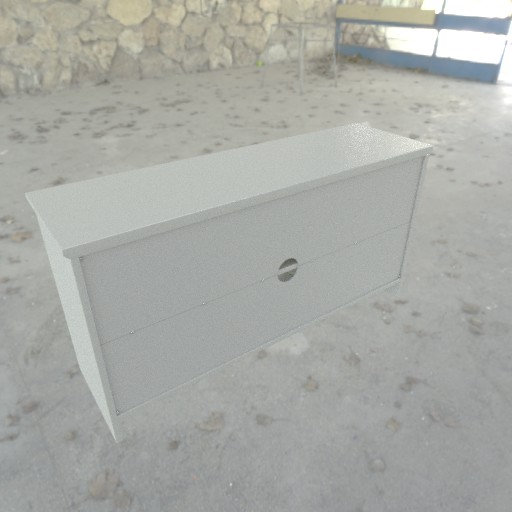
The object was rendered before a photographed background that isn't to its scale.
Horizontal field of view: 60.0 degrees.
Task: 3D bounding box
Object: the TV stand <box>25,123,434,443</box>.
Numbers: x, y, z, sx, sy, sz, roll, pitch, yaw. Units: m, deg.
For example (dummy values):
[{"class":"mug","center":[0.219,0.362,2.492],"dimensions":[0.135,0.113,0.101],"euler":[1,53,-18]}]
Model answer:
[{"class":"TV stand","center":[0.000,0.000,1.427],"dimensions":[1.167,0.603,0.344],"euler":[-20,36,-29]}]
